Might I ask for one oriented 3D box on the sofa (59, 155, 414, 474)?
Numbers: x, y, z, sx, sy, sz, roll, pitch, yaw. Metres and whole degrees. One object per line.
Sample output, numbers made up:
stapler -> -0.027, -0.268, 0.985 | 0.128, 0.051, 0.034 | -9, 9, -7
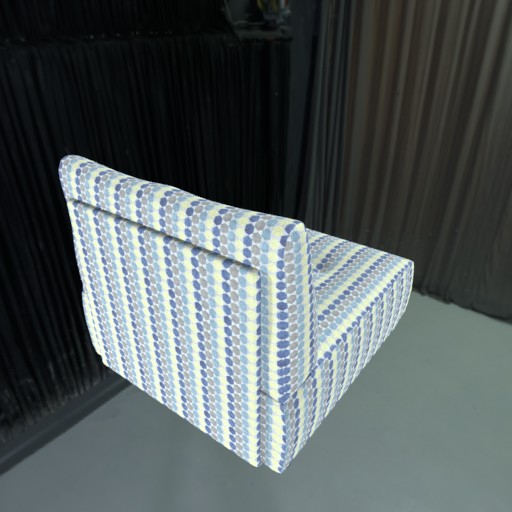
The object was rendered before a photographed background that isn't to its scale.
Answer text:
sofa -> 0.000, 0.000, 1.693 | 0.930, 0.830, 1.000 | 20, 35, 32
